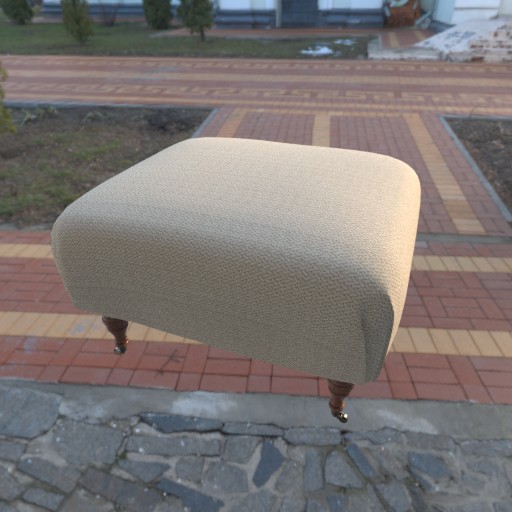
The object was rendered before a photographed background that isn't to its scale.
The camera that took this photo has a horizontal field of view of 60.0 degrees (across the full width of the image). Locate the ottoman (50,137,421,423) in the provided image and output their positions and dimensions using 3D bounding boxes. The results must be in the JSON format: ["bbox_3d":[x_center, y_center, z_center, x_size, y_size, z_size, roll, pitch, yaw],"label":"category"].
[{"bbox_3d":[0.000,0.000,1.050,0.684,0.447,0.622,11,33,18],"label":"ottoman"}]
